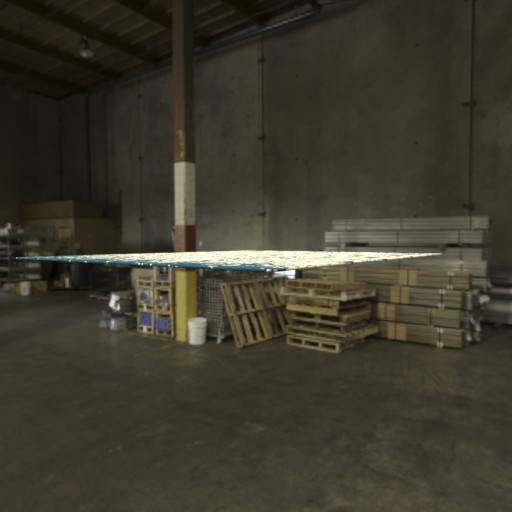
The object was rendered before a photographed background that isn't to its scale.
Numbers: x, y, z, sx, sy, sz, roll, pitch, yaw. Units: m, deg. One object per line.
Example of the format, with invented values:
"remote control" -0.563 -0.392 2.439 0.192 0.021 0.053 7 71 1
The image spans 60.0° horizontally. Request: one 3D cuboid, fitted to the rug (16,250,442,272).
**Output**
"rug" 0.000 0.000 3.940 2.416 0.014 3.017 1 3 36
